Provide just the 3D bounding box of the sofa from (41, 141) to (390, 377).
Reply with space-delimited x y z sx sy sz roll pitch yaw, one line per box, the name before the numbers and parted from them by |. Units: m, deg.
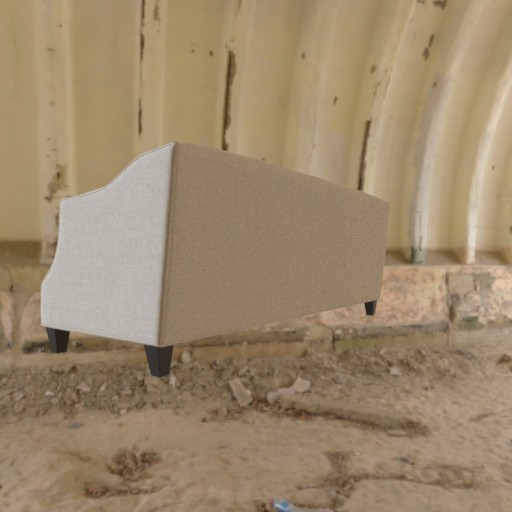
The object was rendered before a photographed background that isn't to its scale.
sofa | 0.000 0.000 2.716 0.914 0.901 2.235 0 0 36
